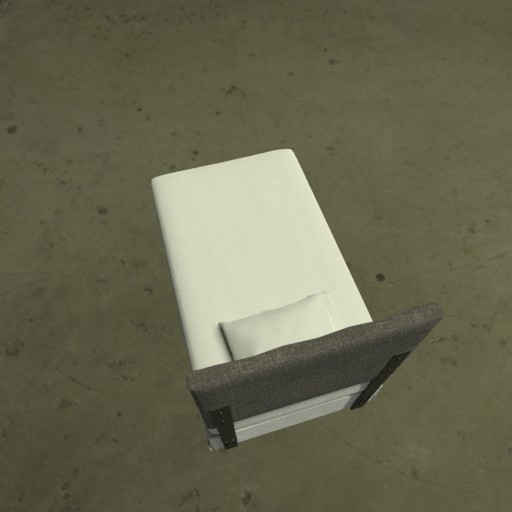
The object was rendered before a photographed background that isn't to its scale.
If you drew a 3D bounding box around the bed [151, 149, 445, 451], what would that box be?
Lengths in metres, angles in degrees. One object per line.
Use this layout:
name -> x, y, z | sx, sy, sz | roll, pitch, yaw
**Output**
bed -> 0.000, 0.000, 2.977 | 1.261, 1.571, 1.997 | -14, 60, -9
